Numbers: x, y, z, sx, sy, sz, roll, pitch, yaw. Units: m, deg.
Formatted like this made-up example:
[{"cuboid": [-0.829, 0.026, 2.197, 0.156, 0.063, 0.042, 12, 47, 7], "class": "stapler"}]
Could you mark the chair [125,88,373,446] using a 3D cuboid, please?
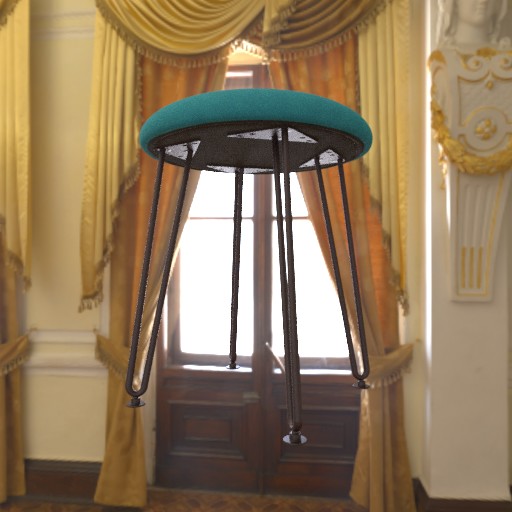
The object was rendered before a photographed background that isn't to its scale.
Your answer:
[{"cuboid": [0.000, 0.000, 0.686, 0.350, 0.430, 0.350, 0, -1, 19], "class": "chair"}]
